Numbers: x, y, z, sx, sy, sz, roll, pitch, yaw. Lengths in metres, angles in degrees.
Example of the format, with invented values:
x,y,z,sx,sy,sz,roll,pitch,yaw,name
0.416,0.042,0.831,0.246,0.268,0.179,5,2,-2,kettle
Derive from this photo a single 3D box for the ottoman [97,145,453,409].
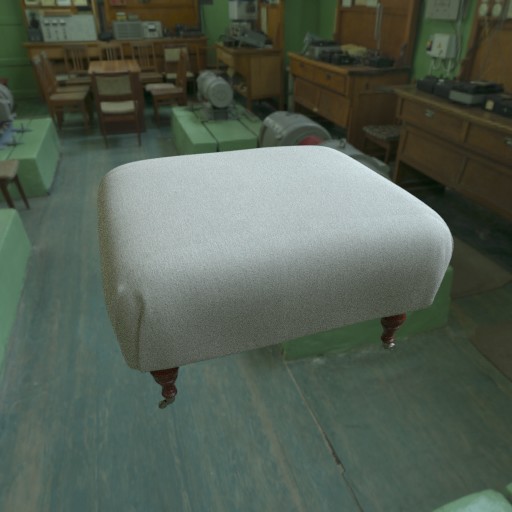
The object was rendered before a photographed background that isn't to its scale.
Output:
x,y,z,sx,sy,sz,roll,pitch,yaw,name
0.000,0.000,1.156,0.746,0.450,0.639,-10,32,-16,ottoman
